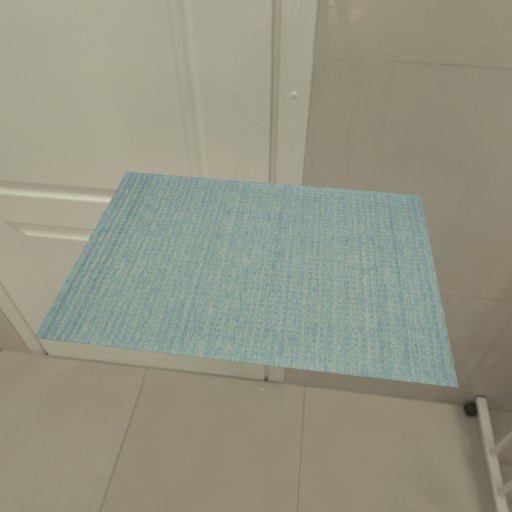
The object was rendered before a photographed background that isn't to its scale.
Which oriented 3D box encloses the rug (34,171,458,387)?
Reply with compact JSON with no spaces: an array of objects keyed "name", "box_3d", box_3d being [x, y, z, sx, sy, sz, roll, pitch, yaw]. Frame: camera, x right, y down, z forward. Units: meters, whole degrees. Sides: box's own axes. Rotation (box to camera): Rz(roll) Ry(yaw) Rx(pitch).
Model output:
[{"name":"rug","box_3d":[0.000,0.000,3.668,2.895,0.006,1.982,5,47,5]}]
